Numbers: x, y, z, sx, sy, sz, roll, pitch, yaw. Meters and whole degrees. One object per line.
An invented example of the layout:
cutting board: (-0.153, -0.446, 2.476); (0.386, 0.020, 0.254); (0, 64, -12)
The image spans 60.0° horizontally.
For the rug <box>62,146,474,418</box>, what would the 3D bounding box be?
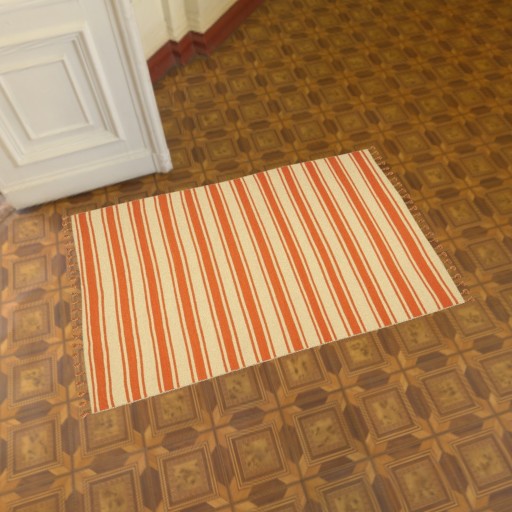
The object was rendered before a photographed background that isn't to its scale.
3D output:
rug: (0.000, 0.000, 2.522); (2.092, 0.017, 1.232); (-14, 58, -9)
